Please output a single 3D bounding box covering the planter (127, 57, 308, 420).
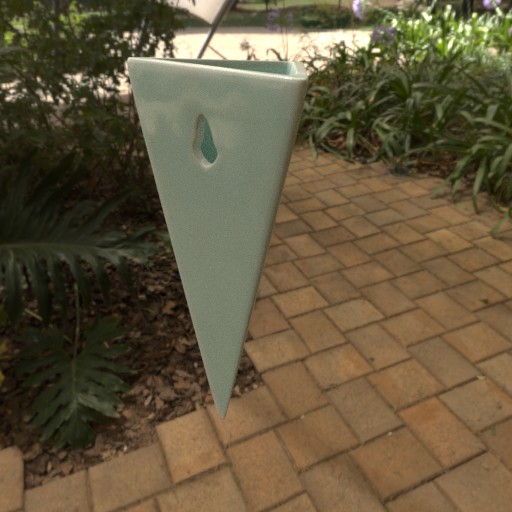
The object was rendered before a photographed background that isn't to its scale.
[{"bbox_3d":[0.000,0.000,0.216,0.080,0.178,0.064,21,37,31],"label":"planter"}]
